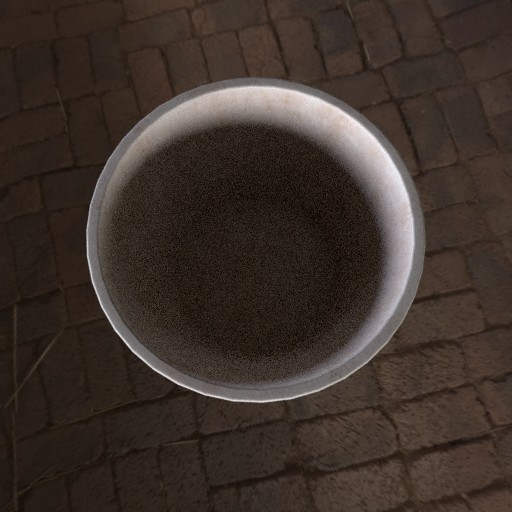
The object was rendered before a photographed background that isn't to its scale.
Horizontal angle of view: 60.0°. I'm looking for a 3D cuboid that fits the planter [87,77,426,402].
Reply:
[{"bbox_3d":[0.000,0.000,0.276,0.164,0.127,0.164,0,76,0],"label":"planter"}]
